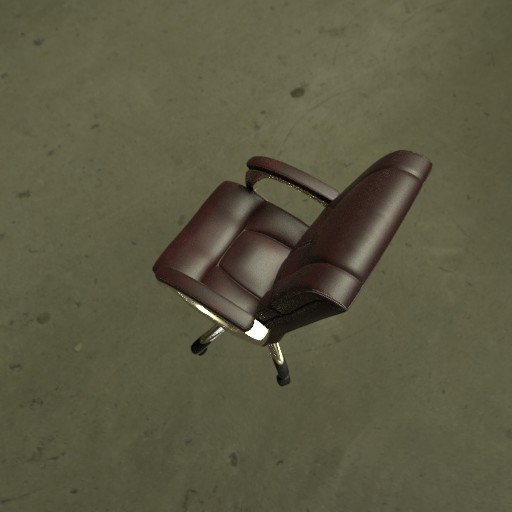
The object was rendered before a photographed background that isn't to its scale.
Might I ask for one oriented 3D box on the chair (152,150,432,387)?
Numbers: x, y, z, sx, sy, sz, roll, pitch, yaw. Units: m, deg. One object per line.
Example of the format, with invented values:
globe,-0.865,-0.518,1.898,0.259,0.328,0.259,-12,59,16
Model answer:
chair,0.000,0.000,1.541,0.739,1.107,0.662,30,68,14
